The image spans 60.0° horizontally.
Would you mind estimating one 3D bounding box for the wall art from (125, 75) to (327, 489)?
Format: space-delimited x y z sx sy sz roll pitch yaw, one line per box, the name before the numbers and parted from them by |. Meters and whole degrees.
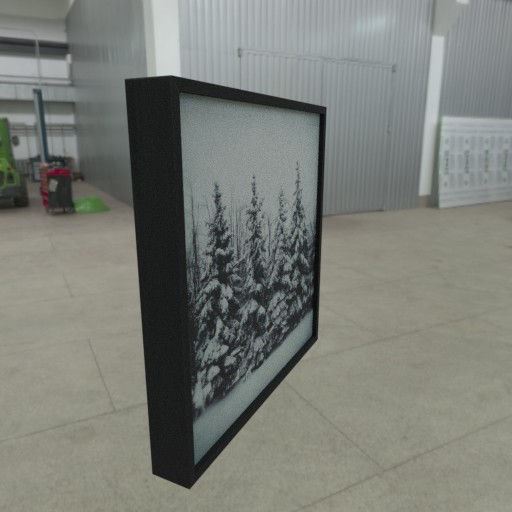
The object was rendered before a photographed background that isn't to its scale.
wall art | 0.000 0.000 0.450 0.037 0.305 0.305 7 16 26
